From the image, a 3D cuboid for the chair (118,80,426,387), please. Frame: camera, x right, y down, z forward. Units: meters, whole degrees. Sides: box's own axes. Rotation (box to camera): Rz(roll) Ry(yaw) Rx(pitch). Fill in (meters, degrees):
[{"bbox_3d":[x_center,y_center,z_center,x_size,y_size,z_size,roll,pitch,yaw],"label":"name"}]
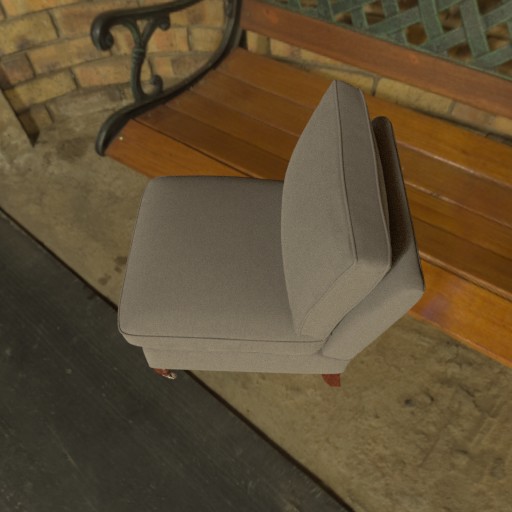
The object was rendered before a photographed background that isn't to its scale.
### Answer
[{"bbox_3d":[0.000,0.000,1.668,0.924,1.045,0.724,1,58,1],"label":"chair"}]
